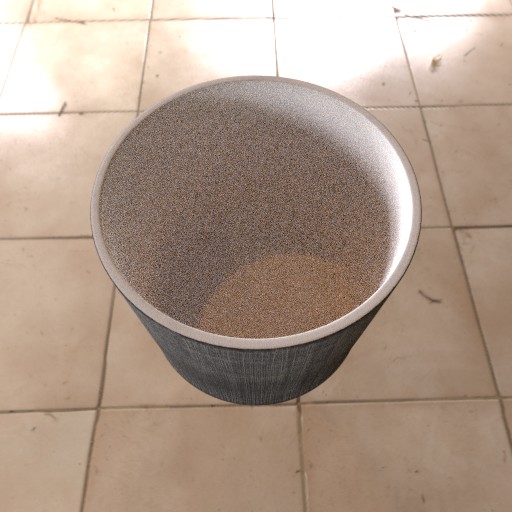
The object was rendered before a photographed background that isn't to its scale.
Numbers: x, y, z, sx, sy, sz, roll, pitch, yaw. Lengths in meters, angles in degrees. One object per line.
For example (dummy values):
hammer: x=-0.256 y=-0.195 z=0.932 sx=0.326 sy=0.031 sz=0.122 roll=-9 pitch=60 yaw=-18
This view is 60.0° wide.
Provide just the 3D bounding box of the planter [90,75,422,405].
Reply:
planter: x=0.000 y=0.000 z=0.310 sx=0.178 sy=0.157 sz=0.178 roll=0 pitch=62 yaw=0
